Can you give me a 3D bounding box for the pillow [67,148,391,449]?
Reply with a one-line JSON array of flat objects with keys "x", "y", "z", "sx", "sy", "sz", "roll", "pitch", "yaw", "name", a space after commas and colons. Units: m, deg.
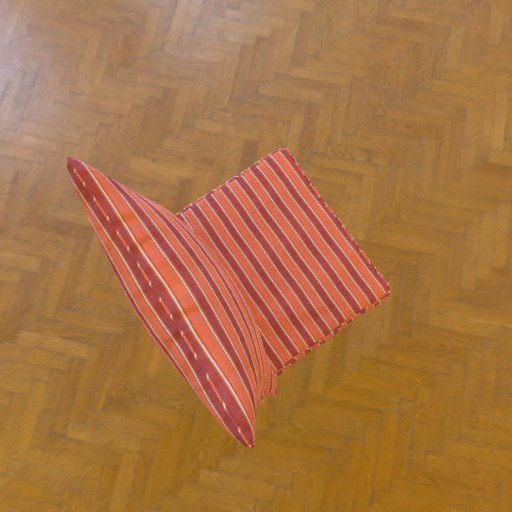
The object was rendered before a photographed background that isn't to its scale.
[{"x": 0.000, "y": 0.000, "z": 1.364, "sx": 0.733, "sy": 0.723, "sz": 0.799, "roll": -34, "pitch": 80, "yaw": -7, "name": "pillow"}]
